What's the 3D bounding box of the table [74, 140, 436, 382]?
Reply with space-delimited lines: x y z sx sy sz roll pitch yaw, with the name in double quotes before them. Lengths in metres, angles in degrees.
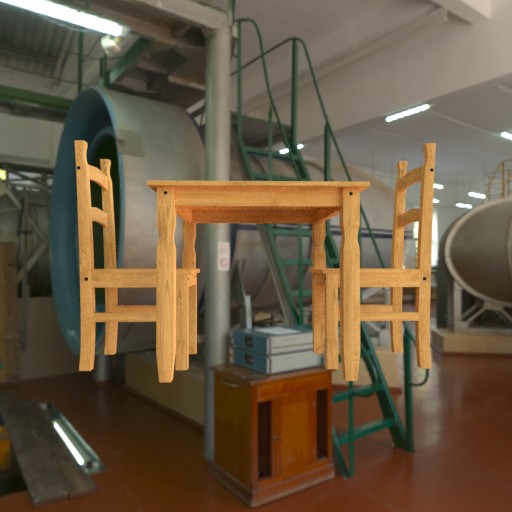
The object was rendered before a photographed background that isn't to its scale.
"table" 0.000 0.000 2.011 1.501 0.942 0.813 0 -1 -2
